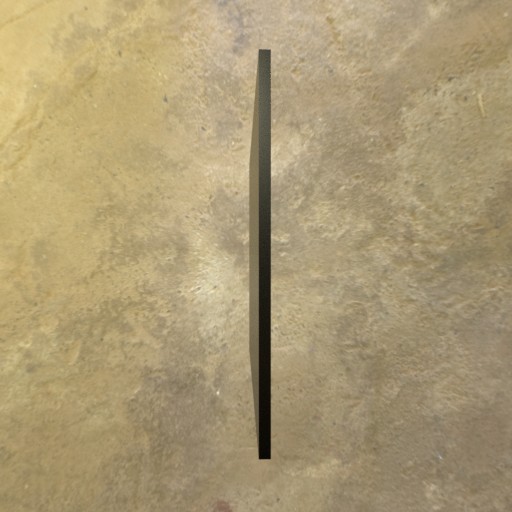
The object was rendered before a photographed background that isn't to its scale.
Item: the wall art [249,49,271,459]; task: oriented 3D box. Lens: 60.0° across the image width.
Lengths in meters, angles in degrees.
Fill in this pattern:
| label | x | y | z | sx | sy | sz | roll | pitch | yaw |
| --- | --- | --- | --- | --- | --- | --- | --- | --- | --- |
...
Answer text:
| label | x | y | z | sx | sy | sz | roll | pitch | yaw |
| --- | --- | --- | --- | --- | --- | --- | --- | --- | --- |
| wall art | 0.000 | 0.000 | 0.768 | 0.013 | 0.582 | 0.442 | 0 | 89 | -2 |
